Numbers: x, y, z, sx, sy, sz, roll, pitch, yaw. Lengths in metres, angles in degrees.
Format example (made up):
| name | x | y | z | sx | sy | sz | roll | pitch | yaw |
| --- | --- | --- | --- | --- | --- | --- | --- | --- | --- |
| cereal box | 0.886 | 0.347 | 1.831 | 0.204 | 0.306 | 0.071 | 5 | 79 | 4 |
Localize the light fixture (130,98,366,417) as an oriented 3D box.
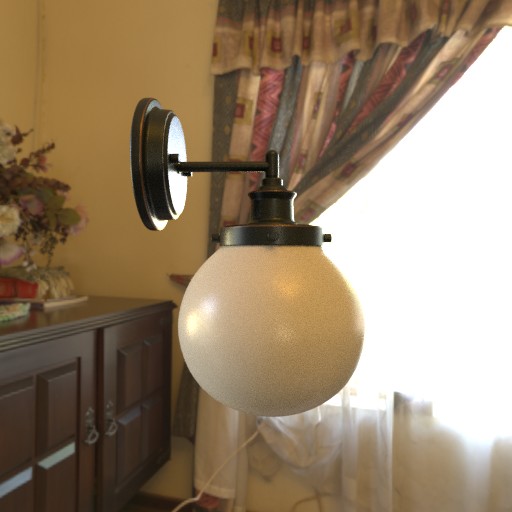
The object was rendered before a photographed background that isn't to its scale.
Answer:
| name | x | y | z | sx | sy | sz | roll | pitch | yaw |
| --- | --- | --- | --- | --- | --- | --- | --- | --- | --- |
| light fixture | 0.000 | 0.000 | 0.475 | 0.230 | 0.332 | 0.197 | 0 | 0 | 1 |
